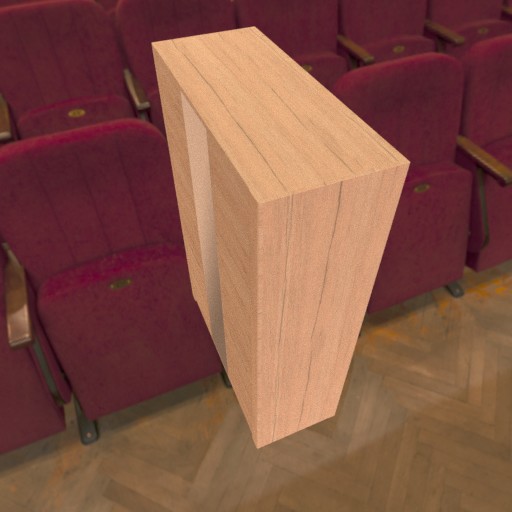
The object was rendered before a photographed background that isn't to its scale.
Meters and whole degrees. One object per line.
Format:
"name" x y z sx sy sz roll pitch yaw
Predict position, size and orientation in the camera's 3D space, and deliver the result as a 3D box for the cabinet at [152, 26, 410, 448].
"cabinet" 0.000 0.000 2.665 0.580 2.070 1.400 -17 49 -16
